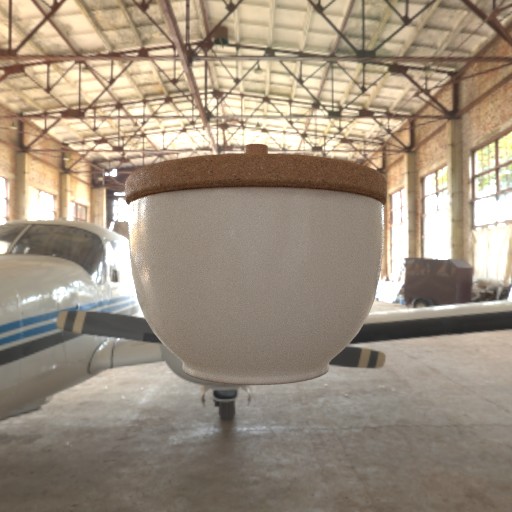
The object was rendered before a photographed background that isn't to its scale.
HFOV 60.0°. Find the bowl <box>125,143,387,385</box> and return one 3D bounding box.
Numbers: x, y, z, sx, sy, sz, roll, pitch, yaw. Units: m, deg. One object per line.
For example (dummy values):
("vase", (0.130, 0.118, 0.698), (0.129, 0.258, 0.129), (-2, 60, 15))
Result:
("bowl", (0.000, 0.000, 0.222), (0.126, 0.110, 0.126), (0, -2, 0))
